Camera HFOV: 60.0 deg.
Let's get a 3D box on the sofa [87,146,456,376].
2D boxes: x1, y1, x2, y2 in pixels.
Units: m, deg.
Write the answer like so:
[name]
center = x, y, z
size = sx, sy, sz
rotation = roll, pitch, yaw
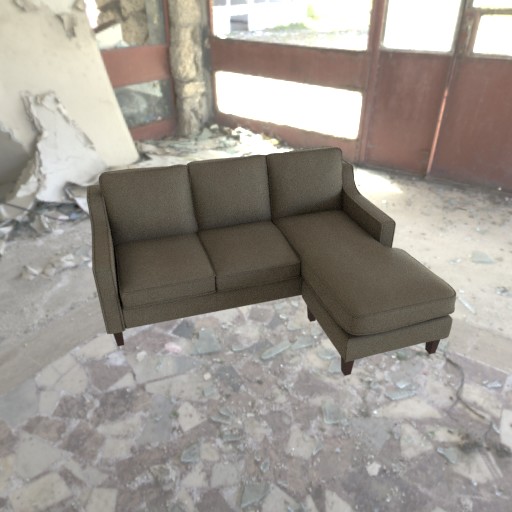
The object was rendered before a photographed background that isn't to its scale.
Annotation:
[sofa]
center = 0.000, 0.000, 3.363
size = 2.317, 1.081, 1.858
rotation = -9, 33, -15
